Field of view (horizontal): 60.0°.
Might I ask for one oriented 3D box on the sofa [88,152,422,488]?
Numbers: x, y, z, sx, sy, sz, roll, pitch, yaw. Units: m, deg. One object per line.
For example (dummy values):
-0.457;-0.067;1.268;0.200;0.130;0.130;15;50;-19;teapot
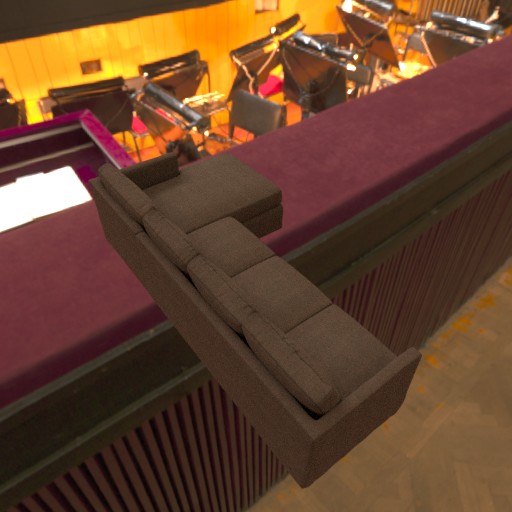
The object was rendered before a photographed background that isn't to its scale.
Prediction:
0.000;0.000;3.837;1.650;0.922;3.205;-27;49;-26;sofa
